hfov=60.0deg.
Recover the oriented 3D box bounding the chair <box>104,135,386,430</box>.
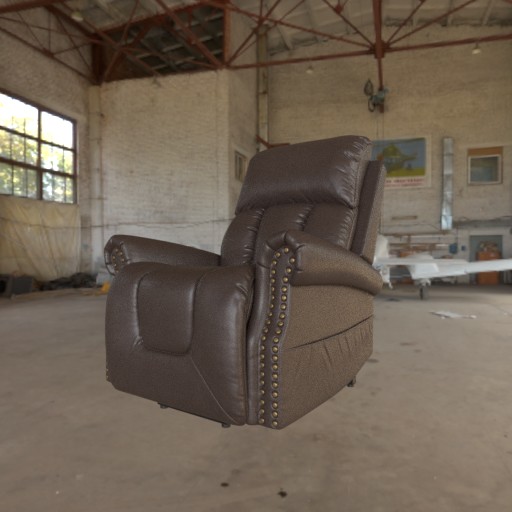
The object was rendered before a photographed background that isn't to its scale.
[{"bbox_3d":[0.000,0.000,1.699,0.869,1.028,0.978,1,1,36],"label":"chair"}]
